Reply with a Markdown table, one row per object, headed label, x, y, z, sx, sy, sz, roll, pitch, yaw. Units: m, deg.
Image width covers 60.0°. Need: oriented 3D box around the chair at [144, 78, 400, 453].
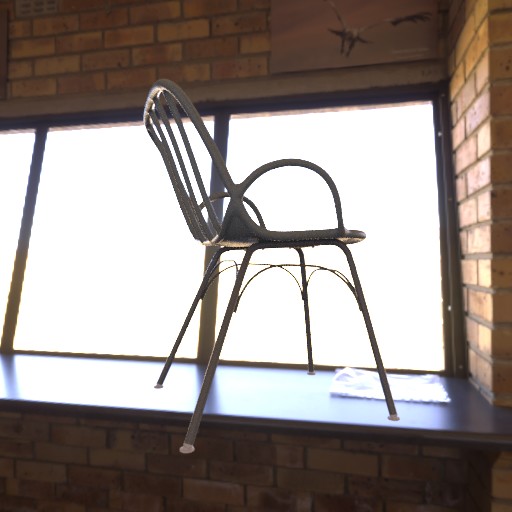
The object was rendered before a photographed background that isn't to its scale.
| label | x | y | z | sx | sy | sz | roll | pitch | yaw |
| --- | --- | --- | --- | --- | --- | --- | --- | --- | --- |
| chair | 0.000 | 0.000 | 1.233 | 0.597 | 0.816 | 0.549 | 0 | -1 | -19 |
